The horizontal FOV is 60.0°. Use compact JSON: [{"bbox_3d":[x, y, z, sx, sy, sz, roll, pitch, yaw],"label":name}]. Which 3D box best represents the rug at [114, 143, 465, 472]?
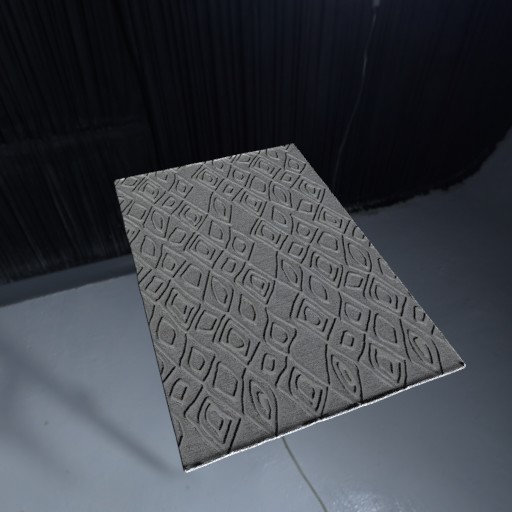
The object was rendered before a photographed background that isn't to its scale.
[{"bbox_3d":[0.000,0.000,2.314,1.224,0.016,1.832,-15,48,-14],"label":"rug"}]
